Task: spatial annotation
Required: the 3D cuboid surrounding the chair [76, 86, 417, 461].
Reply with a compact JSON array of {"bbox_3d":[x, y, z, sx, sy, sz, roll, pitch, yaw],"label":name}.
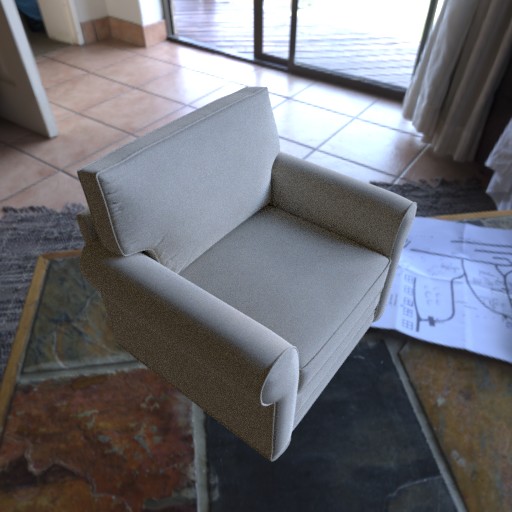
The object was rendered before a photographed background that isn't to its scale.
[{"bbox_3d":[0.000,0.000,1.716,0.863,0.955,1.040,27,49,27],"label":"chair"}]
